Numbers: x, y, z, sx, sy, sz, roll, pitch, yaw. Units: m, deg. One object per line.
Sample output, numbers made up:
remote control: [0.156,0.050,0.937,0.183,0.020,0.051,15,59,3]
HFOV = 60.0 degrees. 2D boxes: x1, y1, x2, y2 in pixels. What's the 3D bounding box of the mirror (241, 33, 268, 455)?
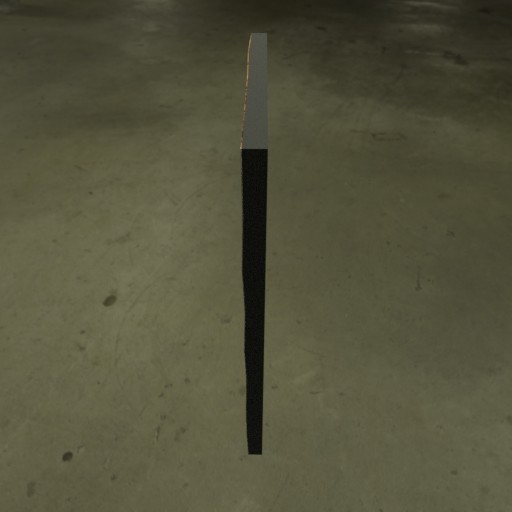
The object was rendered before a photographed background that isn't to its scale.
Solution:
mirror: [0.000,0.000,1.147,0.044,0.912,0.606,1,41,1]
